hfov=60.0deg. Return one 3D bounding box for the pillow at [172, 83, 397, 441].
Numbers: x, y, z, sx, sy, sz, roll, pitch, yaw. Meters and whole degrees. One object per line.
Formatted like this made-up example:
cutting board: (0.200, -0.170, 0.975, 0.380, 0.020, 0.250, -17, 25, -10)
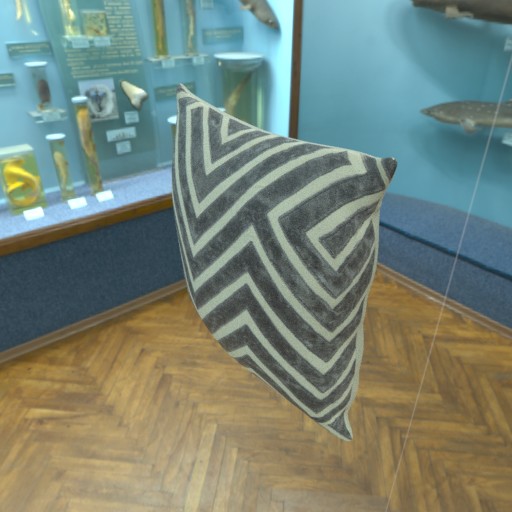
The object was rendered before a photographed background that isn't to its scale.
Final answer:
pillow: (0.000, 0.000, 0.677, 0.182, 0.441, 0.440, -21, 37, -31)
